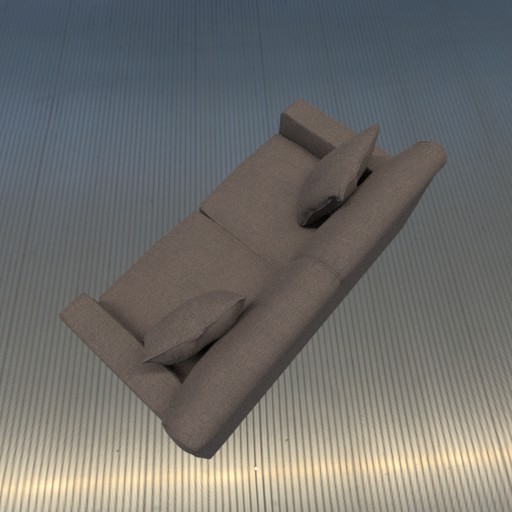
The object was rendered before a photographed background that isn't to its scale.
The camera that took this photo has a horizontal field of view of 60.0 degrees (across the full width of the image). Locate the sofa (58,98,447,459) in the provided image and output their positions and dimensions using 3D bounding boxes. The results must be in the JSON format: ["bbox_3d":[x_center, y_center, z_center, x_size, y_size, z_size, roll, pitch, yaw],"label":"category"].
[{"bbox_3d":[0.000,0.000,2.413,1.000,0.958,1.846,38,70,16],"label":"sofa"}]
